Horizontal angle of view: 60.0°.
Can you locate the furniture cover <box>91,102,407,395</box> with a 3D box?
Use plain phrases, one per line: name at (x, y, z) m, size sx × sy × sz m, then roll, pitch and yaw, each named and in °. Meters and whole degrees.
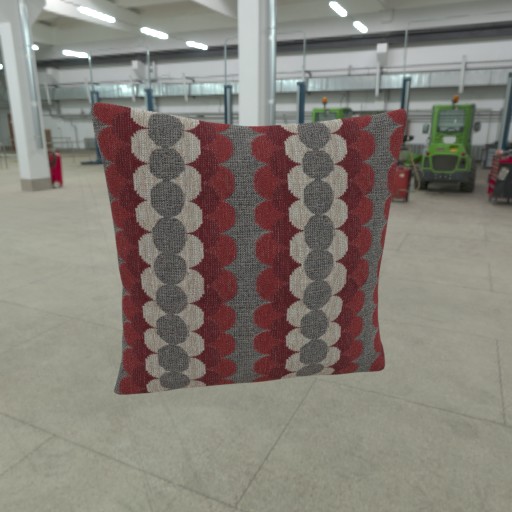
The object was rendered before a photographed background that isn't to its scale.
furniture cover at (0.000, 0.000, 0.647) m, size 0.435 × 0.420 × 0.145 m, roll -3°, pitch 17°, yaw -9°
